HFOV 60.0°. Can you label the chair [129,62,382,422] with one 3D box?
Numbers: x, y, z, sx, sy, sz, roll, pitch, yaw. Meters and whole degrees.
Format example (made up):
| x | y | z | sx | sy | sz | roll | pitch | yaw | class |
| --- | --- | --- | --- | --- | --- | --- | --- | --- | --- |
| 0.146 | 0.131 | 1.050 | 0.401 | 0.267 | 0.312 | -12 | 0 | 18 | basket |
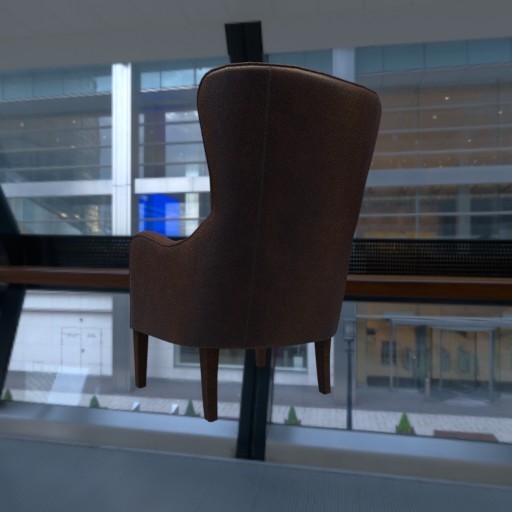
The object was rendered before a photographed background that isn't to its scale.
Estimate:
| x | y | z | sx | sy | sz | roll | pitch | yaw | class |
| --- | --- | --- | --- | --- | --- | --- | --- | --- | --- |
| 0.000 | 0.000 | 1.635 | 0.692 | 1.048 | 0.914 | 0 | -1 | -35 | chair |
